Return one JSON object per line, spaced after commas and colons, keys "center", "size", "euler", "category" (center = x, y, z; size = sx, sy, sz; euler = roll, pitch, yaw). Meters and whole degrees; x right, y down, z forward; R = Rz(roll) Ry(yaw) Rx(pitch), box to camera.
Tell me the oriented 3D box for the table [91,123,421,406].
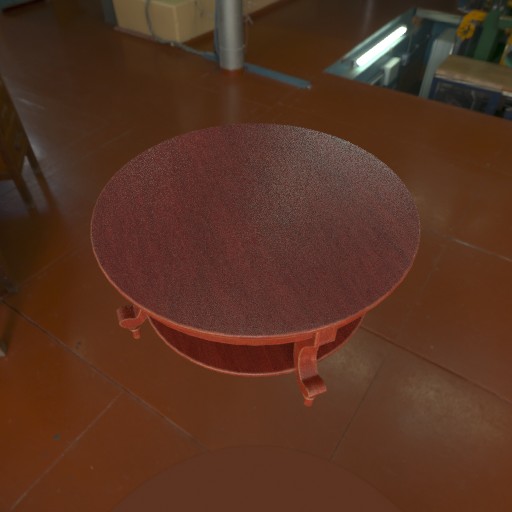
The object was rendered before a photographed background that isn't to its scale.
{"center": [0.000, 0.000, 1.590], "size": [1.029, 0.486, 1.029], "euler": [0, 45, 0], "category": "table"}
